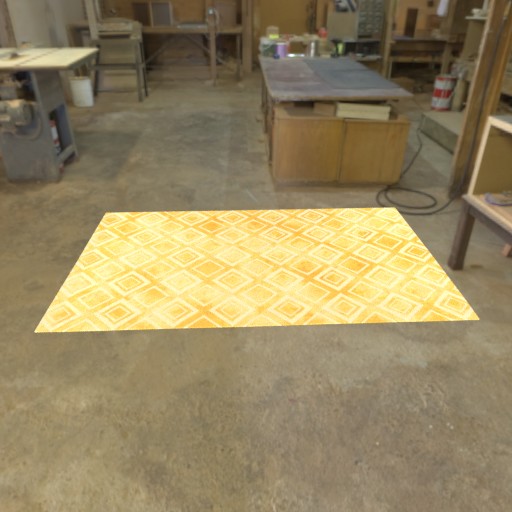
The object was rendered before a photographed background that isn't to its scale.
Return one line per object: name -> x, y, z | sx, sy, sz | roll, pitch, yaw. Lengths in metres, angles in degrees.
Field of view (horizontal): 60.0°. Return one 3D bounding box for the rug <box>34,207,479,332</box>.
rug -> 0.000, 0.000, 3.054 | 2.424, 0.010, 1.511 | -1, 30, -2
